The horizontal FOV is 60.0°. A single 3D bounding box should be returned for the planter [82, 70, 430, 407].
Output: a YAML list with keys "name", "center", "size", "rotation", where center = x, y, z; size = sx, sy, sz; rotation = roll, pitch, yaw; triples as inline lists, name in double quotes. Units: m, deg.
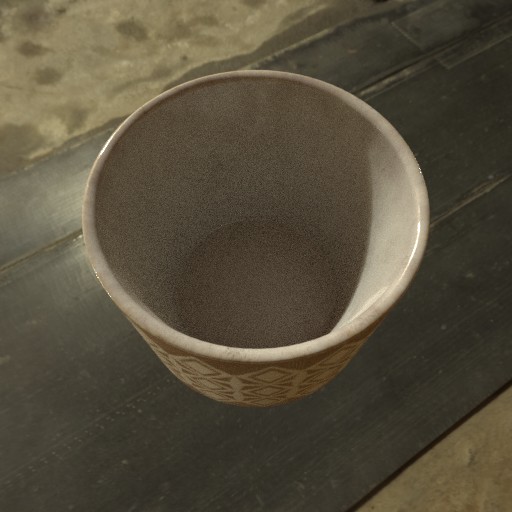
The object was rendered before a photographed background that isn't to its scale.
- name: "planter"
  center: [0.000, 0.000, 0.322]
  size: [0.193, 0.165, 0.193]
  rotation: [0, 64, 0]
